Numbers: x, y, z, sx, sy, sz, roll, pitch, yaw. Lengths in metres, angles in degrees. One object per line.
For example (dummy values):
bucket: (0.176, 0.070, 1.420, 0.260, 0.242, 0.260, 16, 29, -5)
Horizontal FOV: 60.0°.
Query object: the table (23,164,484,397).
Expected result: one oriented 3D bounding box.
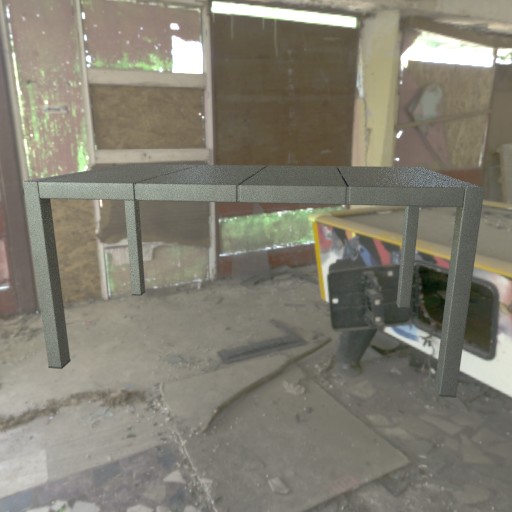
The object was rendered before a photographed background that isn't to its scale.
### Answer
table: (0.000, 0.000, 1.242, 0.965, 0.460, 0.559, 2, 16, 7)
